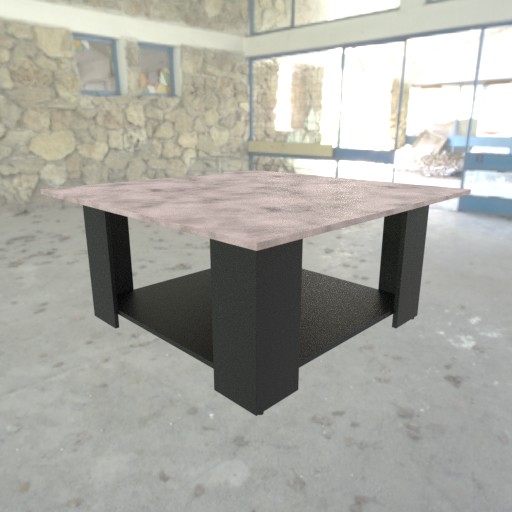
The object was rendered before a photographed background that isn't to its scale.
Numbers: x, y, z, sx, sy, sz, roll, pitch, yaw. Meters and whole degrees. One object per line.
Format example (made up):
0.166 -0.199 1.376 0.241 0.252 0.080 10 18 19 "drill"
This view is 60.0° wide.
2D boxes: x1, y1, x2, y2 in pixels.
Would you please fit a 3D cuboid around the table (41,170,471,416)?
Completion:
0.000 0.000 1.017 0.670 0.305 0.670 15 22 43 "table"
